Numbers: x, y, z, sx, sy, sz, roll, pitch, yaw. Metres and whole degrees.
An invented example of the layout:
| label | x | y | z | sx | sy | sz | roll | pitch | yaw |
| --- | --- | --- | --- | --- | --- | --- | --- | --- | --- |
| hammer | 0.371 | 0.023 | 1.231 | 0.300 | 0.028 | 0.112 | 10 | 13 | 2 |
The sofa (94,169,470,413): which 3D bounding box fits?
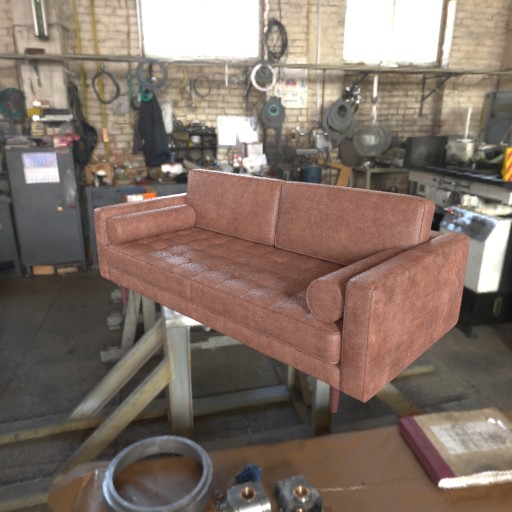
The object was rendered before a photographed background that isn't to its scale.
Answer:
| label | x | y | z | sx | sy | sz | roll | pitch | yaw |
| --- | --- | --- | --- | --- | --- | --- | --- | --- | --- |
| sofa | 0.000 | 0.000 | 2.361 | 1.870 | 0.760 | 0.910 | 16 | 24 | 41 |
